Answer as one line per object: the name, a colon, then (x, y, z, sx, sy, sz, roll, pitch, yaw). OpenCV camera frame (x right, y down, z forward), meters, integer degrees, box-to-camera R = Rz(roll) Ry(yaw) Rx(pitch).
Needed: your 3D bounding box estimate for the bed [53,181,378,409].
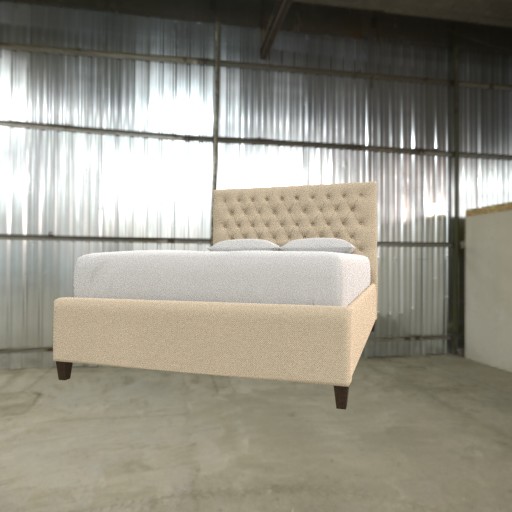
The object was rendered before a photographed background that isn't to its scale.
bed: (0.000, 0.000, 3.395, 1.698, 1.427, 2.387, 0, 0, 18)
